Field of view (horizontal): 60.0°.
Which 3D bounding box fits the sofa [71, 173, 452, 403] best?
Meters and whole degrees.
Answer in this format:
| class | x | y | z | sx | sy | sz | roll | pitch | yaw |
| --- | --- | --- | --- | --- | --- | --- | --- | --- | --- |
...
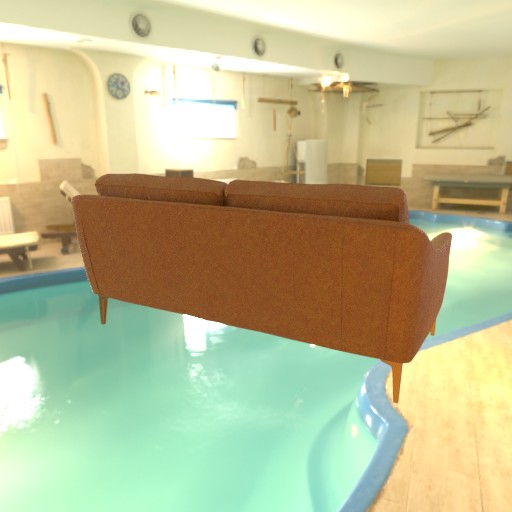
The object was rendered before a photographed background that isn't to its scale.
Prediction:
| class | x | y | z | sx | sy | sz | roll | pitch | yaw |
| --- | --- | --- | --- | --- | --- | --- | --- | --- | --- |
| sofa | 0.000 | 0.000 | 2.582 | 2.036 | 0.945 | 0.981 | 8 | 17 | 27 |
